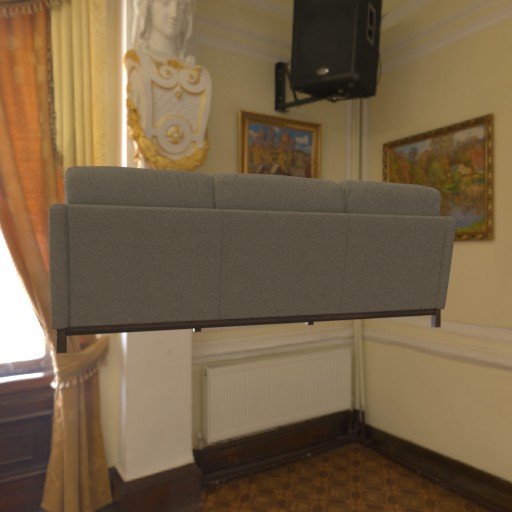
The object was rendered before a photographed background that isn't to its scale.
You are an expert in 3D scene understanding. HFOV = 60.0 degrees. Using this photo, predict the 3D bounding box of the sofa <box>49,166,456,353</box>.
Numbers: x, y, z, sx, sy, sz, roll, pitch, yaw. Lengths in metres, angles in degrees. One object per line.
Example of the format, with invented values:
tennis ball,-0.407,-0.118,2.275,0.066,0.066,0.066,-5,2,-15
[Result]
sofa,0.000,0.000,2.843,2.344,0.926,0.987,0,0,-19
